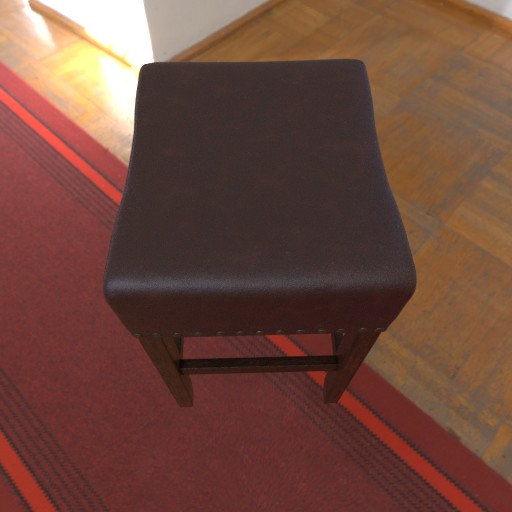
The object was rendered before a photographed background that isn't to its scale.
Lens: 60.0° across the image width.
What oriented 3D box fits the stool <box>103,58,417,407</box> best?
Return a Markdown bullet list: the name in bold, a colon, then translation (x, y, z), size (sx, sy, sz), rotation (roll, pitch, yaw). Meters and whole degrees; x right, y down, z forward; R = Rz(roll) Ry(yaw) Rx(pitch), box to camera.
- **stool**: translation (0.000, 0.000, 0.910), size (0.397, 0.608, 0.465), rotation (-1, 59, -1)
